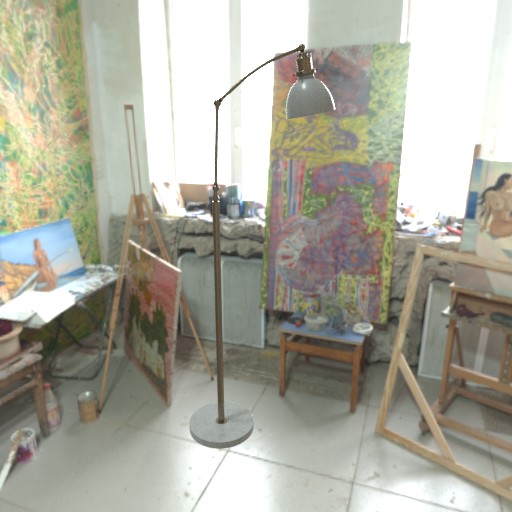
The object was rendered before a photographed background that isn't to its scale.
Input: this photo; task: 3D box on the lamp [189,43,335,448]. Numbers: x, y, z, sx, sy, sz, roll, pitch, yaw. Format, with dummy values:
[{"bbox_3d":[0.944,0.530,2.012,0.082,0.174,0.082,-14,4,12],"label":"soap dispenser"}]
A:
[{"bbox_3d":[0.000,0.000,1.799,0.599,1.586,0.288,-3,17,-9],"label":"lamp"}]
